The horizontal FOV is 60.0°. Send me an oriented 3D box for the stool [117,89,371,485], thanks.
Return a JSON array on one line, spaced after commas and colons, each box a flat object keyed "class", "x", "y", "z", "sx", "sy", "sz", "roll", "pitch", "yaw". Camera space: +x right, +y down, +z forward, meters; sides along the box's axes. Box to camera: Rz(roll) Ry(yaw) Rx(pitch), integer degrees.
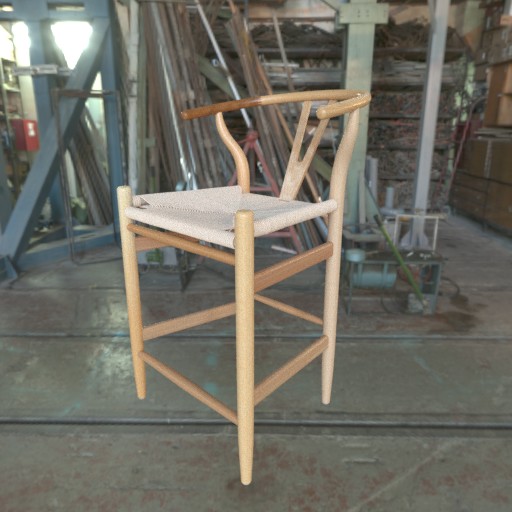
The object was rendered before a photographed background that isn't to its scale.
[{"class": "stool", "x": 0.000, "y": 0.000, "z": 1.281, "sx": 0.575, "sy": 0.923, "sz": 0.536, "roll": -16, "pitch": 23, "yaw": -42}]
